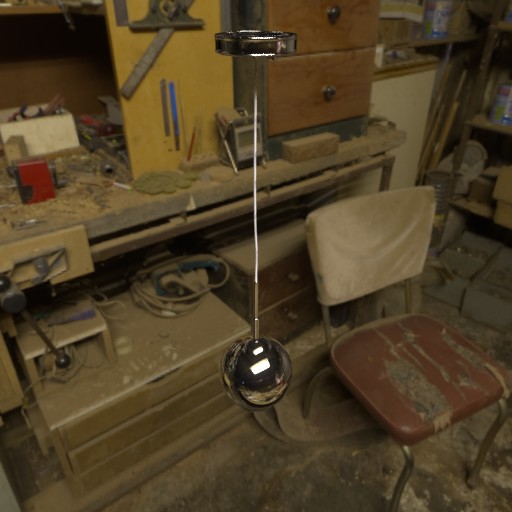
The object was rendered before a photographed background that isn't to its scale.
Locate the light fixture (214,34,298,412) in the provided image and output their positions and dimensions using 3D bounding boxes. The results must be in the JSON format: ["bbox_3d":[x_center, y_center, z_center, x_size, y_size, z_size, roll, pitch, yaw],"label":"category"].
[{"bbox_3d":[0.000,0.000,1.714,0.336,1.538,0.336,-20,36,-30],"label":"light fixture"}]
